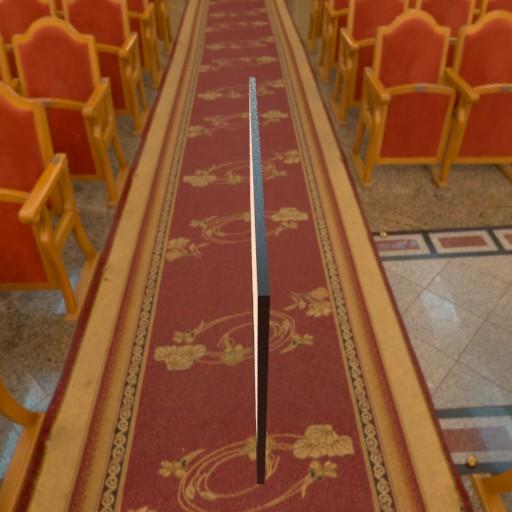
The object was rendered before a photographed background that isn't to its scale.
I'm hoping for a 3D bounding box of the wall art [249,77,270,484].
[{"bbox_3d":[0.000,0.000,1.241,0.019,0.660,0.957,-1,40,-1],"label":"wall art"}]
